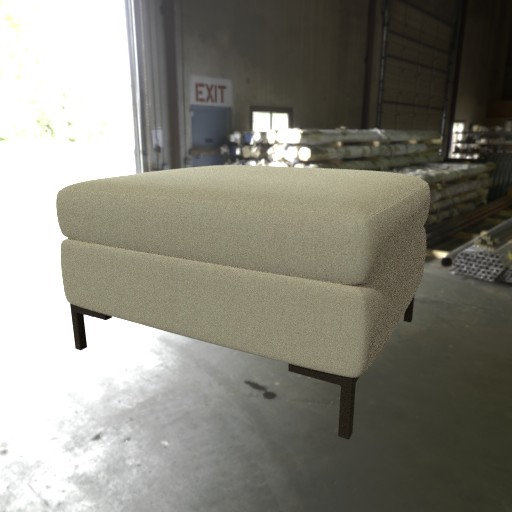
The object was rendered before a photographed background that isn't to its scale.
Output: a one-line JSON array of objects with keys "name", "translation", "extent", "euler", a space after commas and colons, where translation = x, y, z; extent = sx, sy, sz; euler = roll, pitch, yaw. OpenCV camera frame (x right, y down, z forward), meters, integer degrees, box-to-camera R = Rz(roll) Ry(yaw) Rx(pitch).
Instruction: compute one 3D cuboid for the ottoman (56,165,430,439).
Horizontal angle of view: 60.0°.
[{"name": "ottoman", "translation": [0.000, 0.000, 1.192], "extent": [0.794, 0.453, 0.657], "euler": [8, 18, 28]}]
